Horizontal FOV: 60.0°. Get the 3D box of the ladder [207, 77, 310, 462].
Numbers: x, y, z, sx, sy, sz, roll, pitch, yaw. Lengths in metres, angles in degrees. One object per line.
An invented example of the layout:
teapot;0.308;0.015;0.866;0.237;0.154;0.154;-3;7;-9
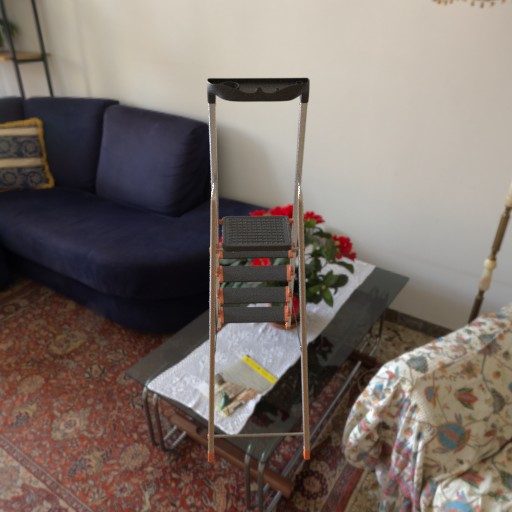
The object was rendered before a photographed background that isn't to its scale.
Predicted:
ladder;0.000;0.000;2.096;0.480;1.646;0.995;-1;30;-2
